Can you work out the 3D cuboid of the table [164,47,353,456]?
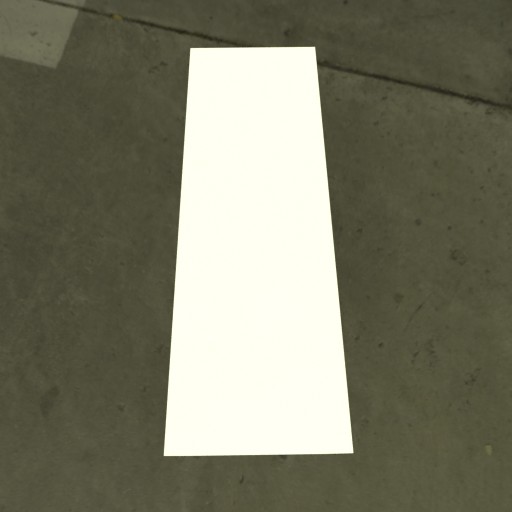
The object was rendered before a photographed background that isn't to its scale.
[{"bbox_3d":[0.000,0.000,1.834,0.508,0.769,1.500,-1,66,0],"label":"table"}]
